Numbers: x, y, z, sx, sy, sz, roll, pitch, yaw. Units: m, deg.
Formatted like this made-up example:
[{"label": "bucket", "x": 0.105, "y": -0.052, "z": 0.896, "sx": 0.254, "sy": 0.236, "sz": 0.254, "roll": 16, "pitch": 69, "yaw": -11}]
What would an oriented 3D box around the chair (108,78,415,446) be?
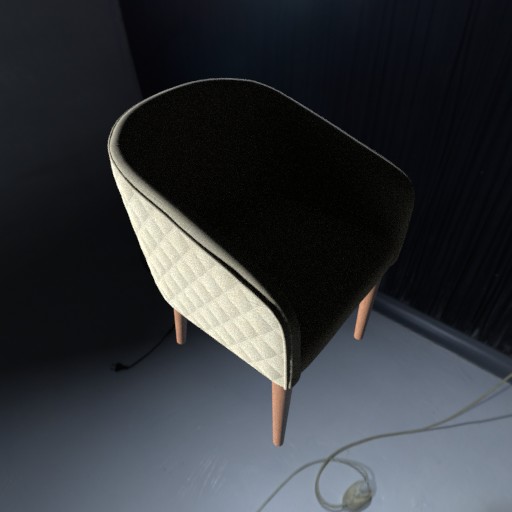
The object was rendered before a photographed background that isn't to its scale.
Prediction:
[{"label": "chair", "x": 0.000, "y": 0.000, "z": 1.219, "sx": 0.616, "sy": 0.775, "sz": 0.584, "roll": 27, "pitch": 48, "yaw": 27}]
